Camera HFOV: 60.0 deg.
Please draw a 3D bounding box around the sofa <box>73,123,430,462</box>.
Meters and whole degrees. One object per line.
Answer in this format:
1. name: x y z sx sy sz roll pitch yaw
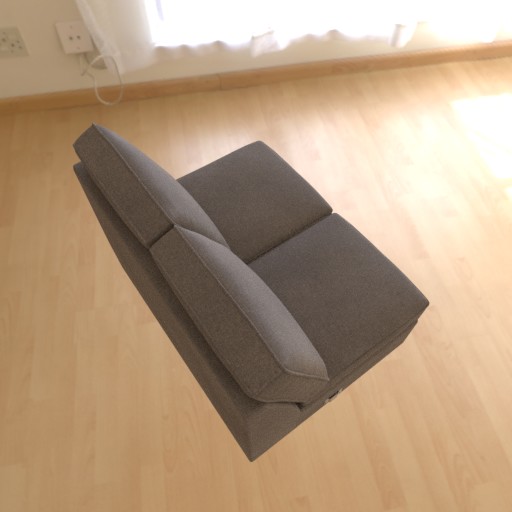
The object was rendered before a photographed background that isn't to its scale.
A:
1. sofa: 0.000 0.000 1.935 0.951 1.008 1.237 -31 62 -19
